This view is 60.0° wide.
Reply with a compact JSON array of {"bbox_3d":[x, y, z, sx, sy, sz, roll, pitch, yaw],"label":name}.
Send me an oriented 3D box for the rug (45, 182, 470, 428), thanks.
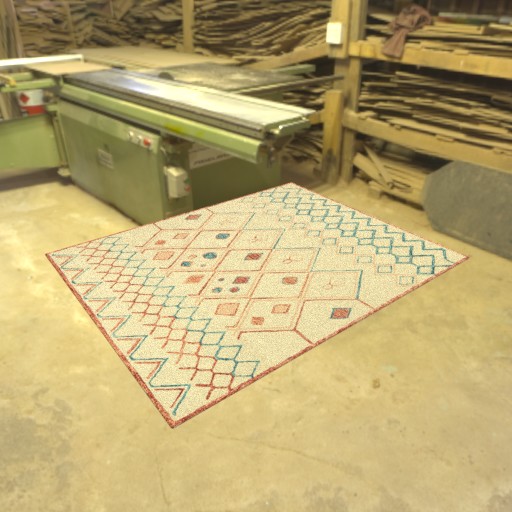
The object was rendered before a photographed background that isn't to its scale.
[{"bbox_3d":[0.000,0.000,4.067,3.050,0.016,2.441,-21,36,-32],"label":"rug"}]
